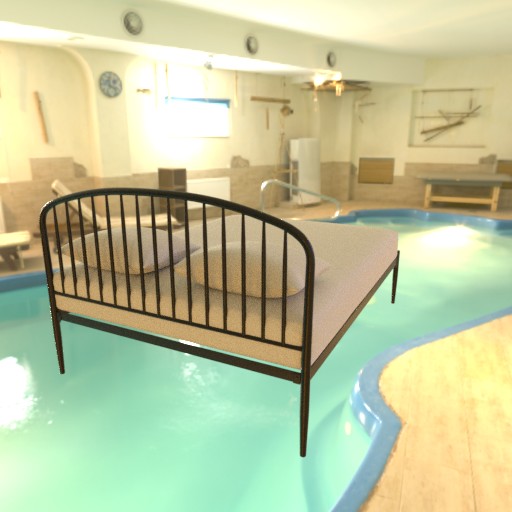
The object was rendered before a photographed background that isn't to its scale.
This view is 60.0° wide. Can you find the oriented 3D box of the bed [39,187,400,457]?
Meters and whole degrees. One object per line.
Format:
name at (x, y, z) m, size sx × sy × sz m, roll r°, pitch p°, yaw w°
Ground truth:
bed at (0.000, 0.000, 3.117) m, size 1.618 × 1.166 × 2.159 m, roll 8°, pitch 17°, yaw 26°
